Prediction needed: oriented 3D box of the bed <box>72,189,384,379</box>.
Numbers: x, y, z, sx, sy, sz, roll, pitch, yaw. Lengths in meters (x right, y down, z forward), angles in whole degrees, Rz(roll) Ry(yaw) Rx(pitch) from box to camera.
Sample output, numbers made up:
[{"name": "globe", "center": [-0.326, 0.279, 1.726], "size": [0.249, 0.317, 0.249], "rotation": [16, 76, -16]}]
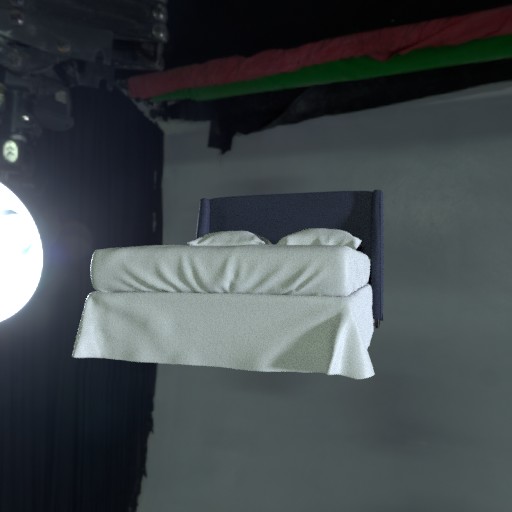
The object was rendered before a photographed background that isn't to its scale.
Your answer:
[{"name": "bed", "center": [0.000, 0.000, 3.560], "size": [1.925, 1.332, 2.276], "rotation": [0, -1, 17]}]
